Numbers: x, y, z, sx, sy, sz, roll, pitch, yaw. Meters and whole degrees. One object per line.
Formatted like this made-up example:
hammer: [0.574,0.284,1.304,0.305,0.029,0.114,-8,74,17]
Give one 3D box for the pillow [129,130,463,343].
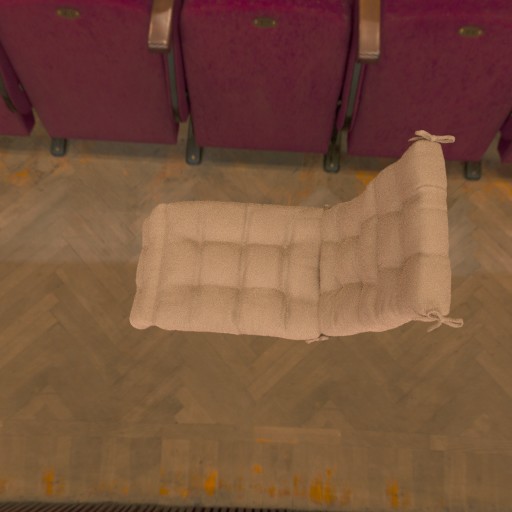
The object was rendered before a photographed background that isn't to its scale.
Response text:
pillow: [0.000,0.000,1.498,1.016,0.863,0.526,4,75,1]
